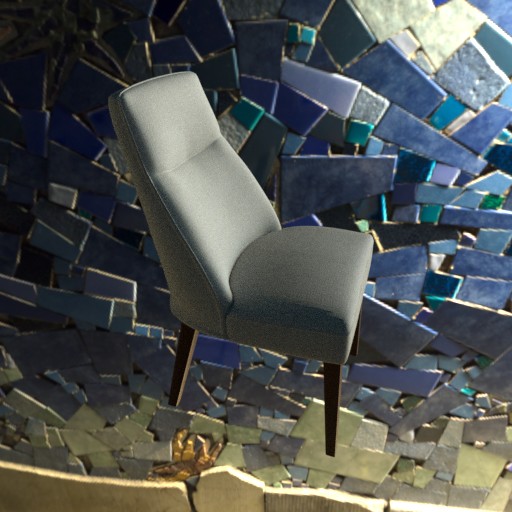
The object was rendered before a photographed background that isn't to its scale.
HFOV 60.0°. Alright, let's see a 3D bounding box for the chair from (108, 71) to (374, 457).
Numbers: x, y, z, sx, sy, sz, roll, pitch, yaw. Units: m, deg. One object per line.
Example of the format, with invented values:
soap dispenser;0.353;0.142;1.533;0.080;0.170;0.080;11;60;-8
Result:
chair;0.000;0.000;1.265;0.620;0.930;0.500;10;32;16
